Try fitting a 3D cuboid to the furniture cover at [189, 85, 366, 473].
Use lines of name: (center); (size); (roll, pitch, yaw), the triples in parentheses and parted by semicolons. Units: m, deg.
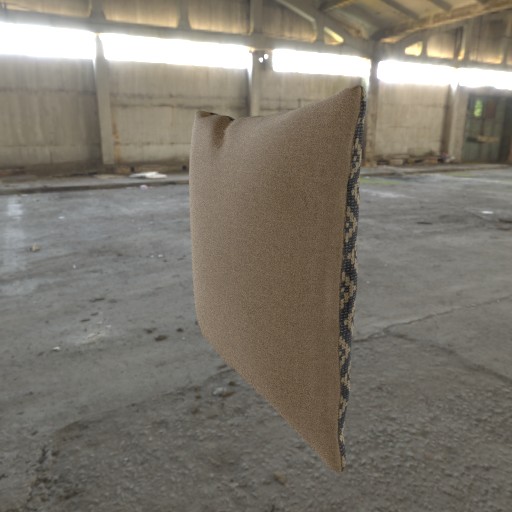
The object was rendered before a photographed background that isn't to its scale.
furniture cover: (0.000, 0.000, 0.651); (0.139, 0.431, 0.431); (-8, 17, -27)
